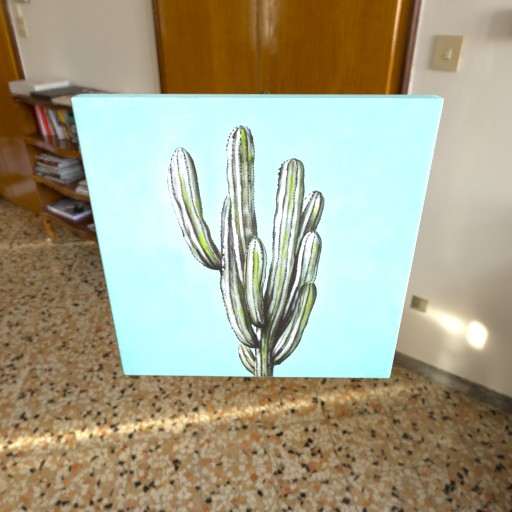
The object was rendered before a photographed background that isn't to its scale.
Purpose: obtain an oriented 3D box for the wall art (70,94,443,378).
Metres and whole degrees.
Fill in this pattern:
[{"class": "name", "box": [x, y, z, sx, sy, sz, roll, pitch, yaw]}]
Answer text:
[{"class": "wall art", "box": [0.000, 0.000, 1.112, 0.765, 0.766, 0.054, 0, 29, 1]}]
